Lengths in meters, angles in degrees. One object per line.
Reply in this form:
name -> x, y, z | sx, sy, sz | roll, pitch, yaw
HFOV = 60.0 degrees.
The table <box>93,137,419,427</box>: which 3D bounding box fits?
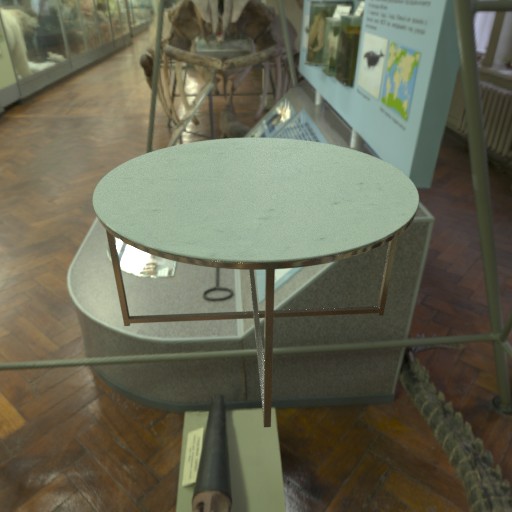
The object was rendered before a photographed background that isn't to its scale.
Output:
table -> 0.000, 0.000, 1.252 | 0.800, 0.450, 0.800 | 0, 30, 0
